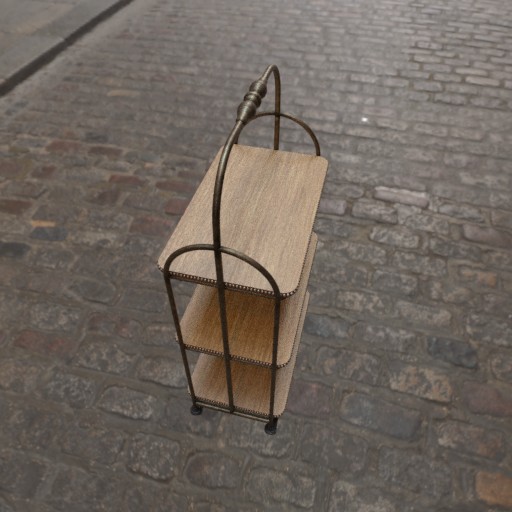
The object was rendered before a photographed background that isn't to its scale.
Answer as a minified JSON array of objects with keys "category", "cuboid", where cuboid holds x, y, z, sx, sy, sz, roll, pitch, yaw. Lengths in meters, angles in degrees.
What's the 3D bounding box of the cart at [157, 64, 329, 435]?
[{"category":"cart","cuboid":[0.000,0.000,1.326,0.330,1.052,0.650,11,47,10]}]
